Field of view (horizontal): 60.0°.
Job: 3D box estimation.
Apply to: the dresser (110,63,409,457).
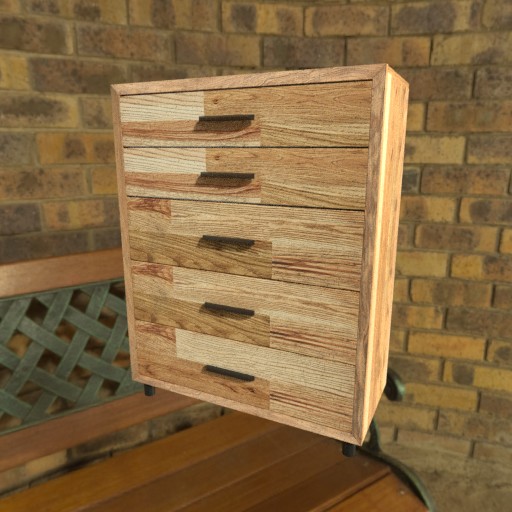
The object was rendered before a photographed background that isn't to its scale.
[{"bbox_3d":[0.000,0.000,1.701,0.966,1.243,0.480,7,15,25],"label":"dresser"}]
